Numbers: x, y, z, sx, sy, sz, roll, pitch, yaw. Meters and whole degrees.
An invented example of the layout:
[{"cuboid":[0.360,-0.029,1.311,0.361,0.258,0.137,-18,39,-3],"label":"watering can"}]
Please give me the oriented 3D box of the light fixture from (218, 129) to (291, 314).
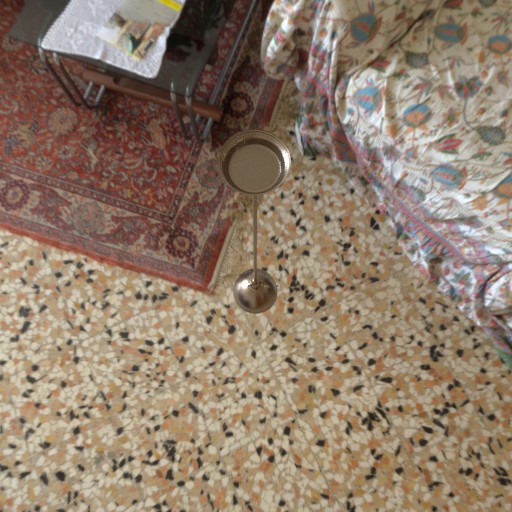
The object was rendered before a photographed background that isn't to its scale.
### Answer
[{"cuboid":[0.000,0.000,1.456,0.217,1.367,0.211,-17,76,-4],"label":"light fixture"}]
